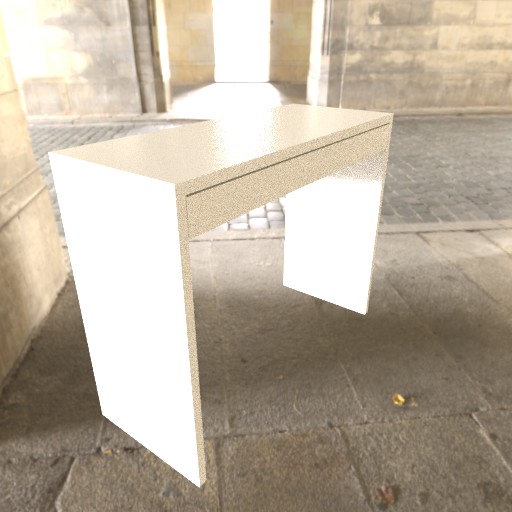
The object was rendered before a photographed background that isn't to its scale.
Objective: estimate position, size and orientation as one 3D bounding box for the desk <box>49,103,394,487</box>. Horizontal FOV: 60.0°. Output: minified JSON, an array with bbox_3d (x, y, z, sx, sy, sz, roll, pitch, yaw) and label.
[{"bbox_3d":[0.000,0.000,1.410,0.400,0.790,1.000,19,32,33],"label":"desk"}]
